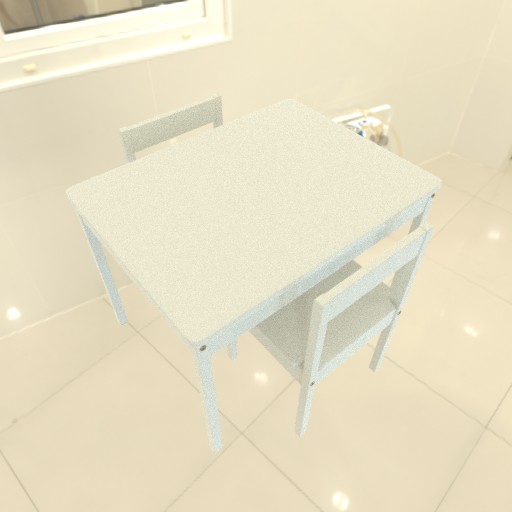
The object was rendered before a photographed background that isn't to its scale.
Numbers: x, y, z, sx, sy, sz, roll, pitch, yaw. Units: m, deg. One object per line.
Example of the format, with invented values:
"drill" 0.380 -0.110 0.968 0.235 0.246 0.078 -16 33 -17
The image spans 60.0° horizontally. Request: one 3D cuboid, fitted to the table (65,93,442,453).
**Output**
"table" 0.000 0.000 1.096 0.650 0.503 0.672 -31 53 -26
